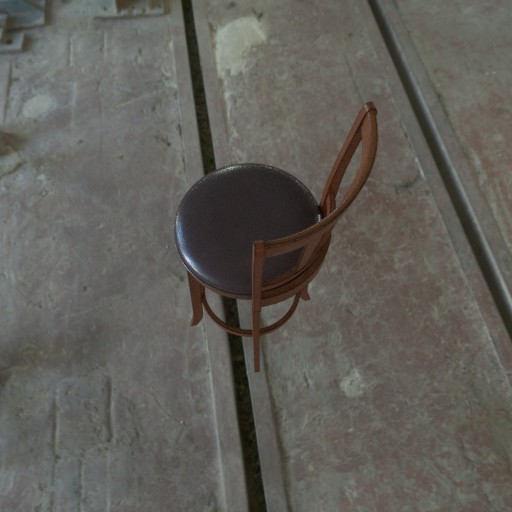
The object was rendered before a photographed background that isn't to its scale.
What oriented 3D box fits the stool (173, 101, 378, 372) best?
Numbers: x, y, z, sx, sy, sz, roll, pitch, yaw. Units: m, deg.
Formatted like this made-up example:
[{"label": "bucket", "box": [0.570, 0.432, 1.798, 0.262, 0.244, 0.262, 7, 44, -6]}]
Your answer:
[{"label": "stool", "box": [0.000, 0.000, 1.473, 0.503, 1.177, 0.464, 33, 68, 15]}]
